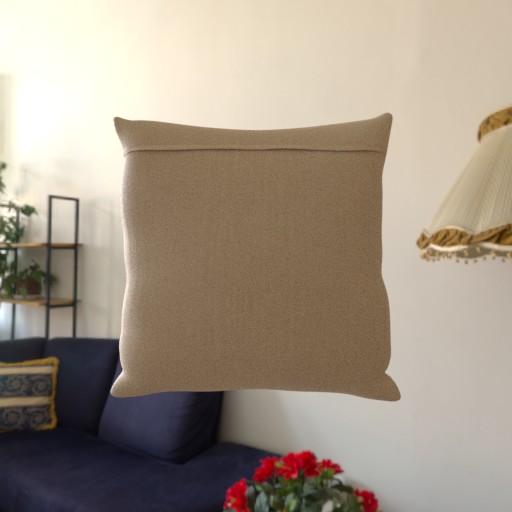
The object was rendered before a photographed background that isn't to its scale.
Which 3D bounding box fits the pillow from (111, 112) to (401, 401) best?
[{"bbox_3d":[0.000,0.000,0.681,0.440,0.441,0.182,0,0,0],"label":"pillow"}]
